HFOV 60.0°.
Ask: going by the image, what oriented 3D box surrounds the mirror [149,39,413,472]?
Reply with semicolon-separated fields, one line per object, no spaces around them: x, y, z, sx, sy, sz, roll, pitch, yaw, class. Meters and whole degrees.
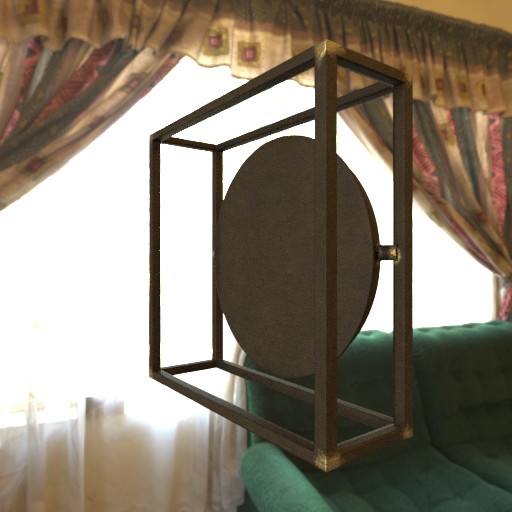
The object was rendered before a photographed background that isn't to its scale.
0.000;0.000;0.464;0.107;0.303;0.306;0;0;-37;mirror
